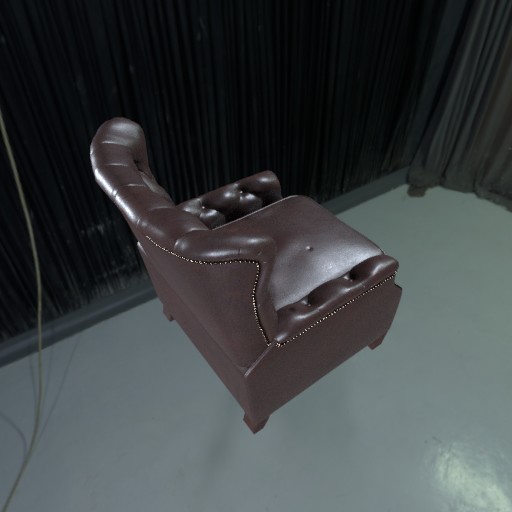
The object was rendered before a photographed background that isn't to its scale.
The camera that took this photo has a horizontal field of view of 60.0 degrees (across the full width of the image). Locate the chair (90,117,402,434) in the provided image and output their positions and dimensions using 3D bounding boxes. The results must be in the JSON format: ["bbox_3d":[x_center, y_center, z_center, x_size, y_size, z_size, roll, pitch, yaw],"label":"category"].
[{"bbox_3d":[0.000,0.000,1.480,0.823,0.864,0.709,-26,48,-26],"label":"chair"}]
